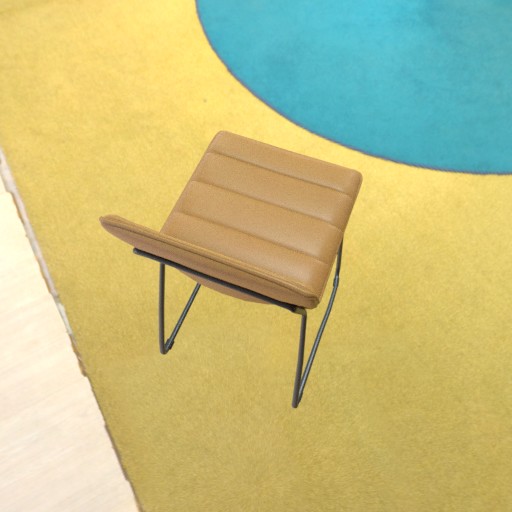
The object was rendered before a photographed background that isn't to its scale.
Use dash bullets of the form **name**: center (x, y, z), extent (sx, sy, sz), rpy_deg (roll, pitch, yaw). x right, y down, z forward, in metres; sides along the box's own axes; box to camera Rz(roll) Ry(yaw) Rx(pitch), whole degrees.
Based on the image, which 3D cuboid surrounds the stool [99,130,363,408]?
- **stool**: center (0.000, 0.000, 1.185), extent (0.489, 0.866, 0.524), rpy_deg (19, 64, 10)
